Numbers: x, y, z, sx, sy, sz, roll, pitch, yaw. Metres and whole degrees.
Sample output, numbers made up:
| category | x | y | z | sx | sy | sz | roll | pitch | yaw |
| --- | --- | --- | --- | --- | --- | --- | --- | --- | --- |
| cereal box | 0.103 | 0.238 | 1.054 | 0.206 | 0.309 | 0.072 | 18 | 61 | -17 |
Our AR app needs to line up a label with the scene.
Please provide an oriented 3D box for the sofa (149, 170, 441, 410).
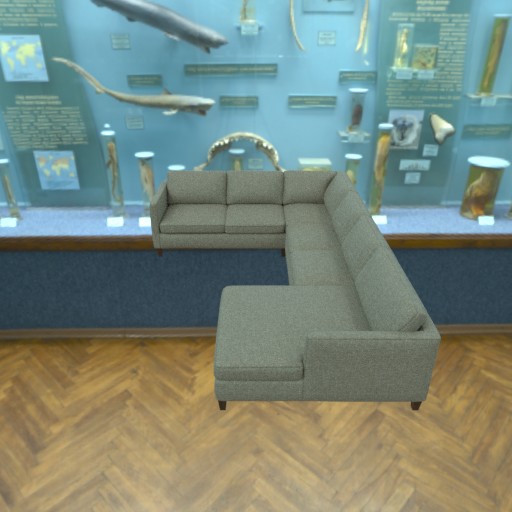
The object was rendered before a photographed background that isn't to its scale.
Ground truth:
| category | x | y | z | sx | sy | sz | roll | pitch | yaw |
| --- | --- | --- | --- | --- | --- | --- | --- | --- | --- |
| sofa | 0.000 | 0.000 | 4.573 | 2.551 | 0.889 | 3.403 | 0 | 28 | 0 |
